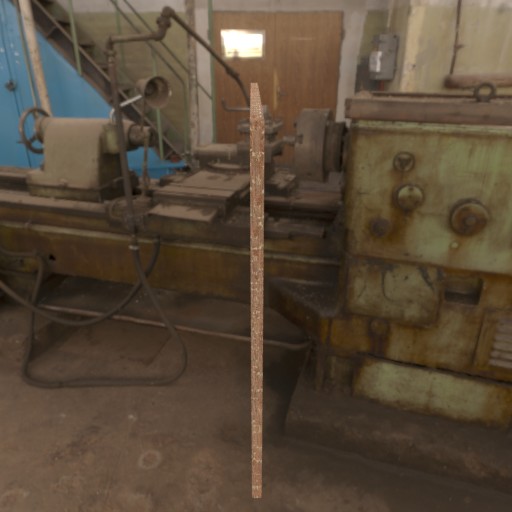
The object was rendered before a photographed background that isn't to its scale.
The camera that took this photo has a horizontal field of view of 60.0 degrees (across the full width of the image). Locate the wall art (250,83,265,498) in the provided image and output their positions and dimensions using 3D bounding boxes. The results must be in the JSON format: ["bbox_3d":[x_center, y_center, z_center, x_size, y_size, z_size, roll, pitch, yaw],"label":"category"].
[{"bbox_3d":[0.000,0.000,0.560,0.012,0.384,0.384,0,25,0],"label":"wall art"}]
